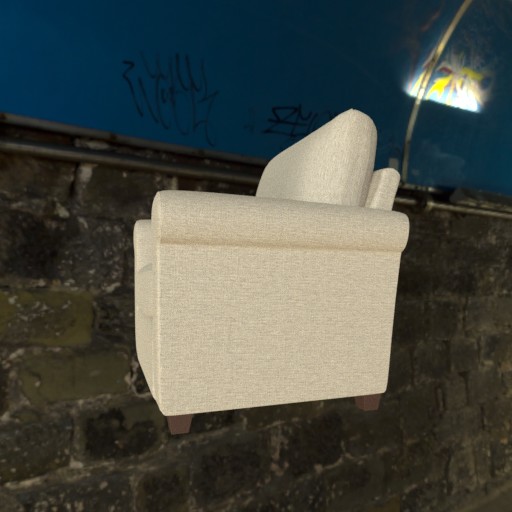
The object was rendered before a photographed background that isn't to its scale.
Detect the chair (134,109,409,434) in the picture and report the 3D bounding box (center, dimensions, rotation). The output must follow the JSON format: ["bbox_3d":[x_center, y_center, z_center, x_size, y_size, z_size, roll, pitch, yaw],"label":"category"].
[{"bbox_3d":[0.000,0.000,2.317,1.180,1.349,1.275,1,-2,-19],"label":"chair"}]
